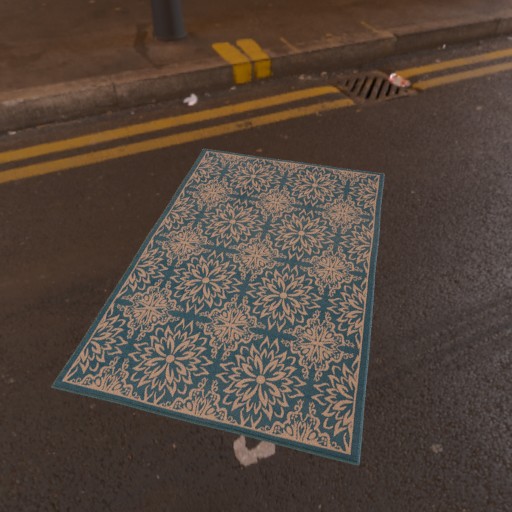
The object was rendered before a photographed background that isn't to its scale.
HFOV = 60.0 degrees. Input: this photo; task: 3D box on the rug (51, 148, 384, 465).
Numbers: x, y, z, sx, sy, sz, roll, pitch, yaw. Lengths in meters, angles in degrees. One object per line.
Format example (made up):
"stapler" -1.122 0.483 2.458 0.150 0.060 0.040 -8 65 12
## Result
"rug" 0.000 0.000 2.280 1.211 0.012 1.833 10 46 10
